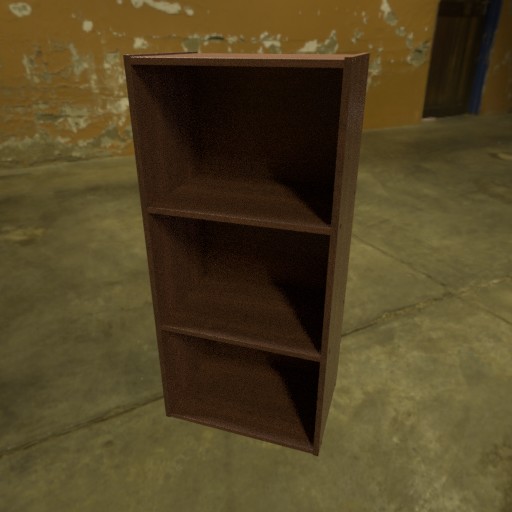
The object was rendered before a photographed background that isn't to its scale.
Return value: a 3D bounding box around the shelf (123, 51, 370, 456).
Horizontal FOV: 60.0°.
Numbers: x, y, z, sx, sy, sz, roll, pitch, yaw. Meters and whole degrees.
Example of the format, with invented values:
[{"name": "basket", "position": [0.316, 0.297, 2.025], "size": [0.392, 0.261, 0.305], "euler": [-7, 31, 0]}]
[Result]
[{"name": "shelf", "position": [0.000, 0.000, 1.058], "size": [0.414, 0.879, 0.290], "euler": [8, 27, 16]}]
